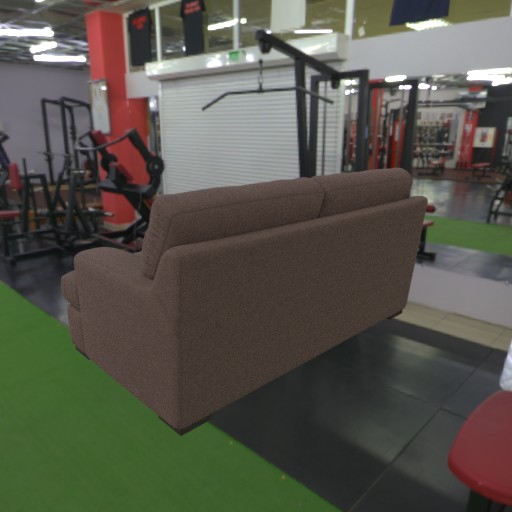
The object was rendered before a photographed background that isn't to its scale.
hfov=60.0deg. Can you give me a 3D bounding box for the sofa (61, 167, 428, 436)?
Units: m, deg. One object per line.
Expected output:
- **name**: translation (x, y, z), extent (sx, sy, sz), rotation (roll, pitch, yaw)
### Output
- **sofa**: translation (0.000, 0.000, 2.520), extent (1.869, 0.950, 1.140), rotation (-15, 22, -42)
